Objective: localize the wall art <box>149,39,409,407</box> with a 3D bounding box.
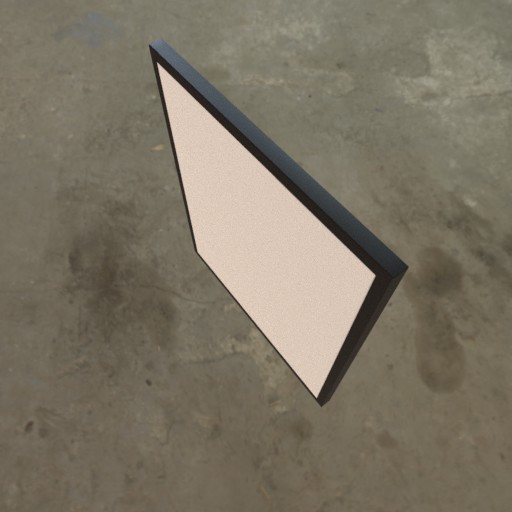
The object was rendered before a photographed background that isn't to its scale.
[{"bbox_3d":[0.000,0.000,0.703,0.021,0.509,0.430,-33,64,-18],"label":"wall art"}]
